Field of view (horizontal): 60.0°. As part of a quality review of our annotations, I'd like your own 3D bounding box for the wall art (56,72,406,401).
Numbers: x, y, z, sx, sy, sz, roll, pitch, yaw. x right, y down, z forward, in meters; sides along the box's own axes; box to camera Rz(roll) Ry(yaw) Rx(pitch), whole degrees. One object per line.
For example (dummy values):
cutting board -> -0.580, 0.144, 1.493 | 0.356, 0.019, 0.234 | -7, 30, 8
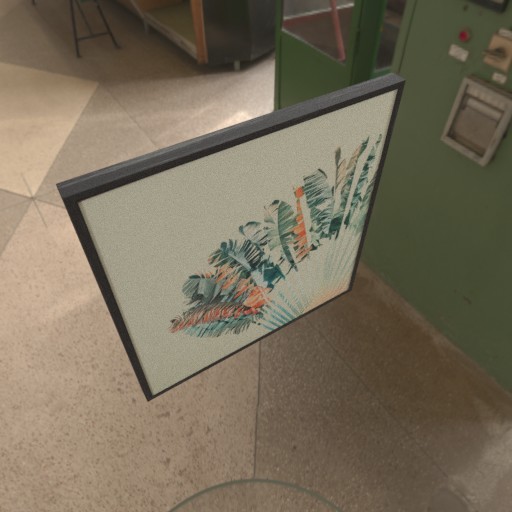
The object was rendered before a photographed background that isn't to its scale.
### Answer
wall art -> 0.000, 0.000, 1.143 | 0.762, 0.758, 0.043 | -25, 52, -21
